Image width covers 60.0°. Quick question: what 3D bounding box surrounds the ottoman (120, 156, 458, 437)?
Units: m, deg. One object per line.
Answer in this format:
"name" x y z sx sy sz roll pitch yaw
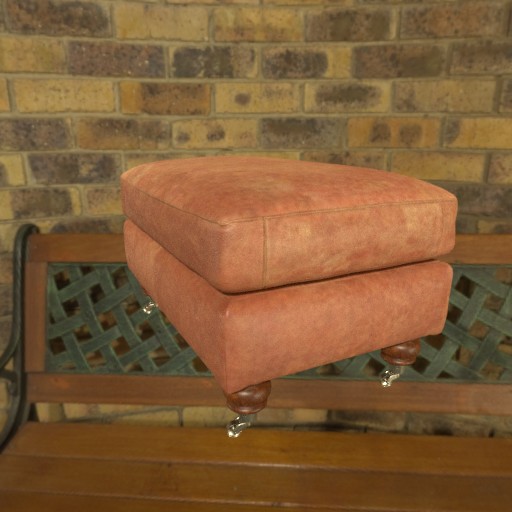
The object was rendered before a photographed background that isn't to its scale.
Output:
"ottoman" 0.000 0.000 1.186 0.565 0.507 0.852 -8 18 -26
